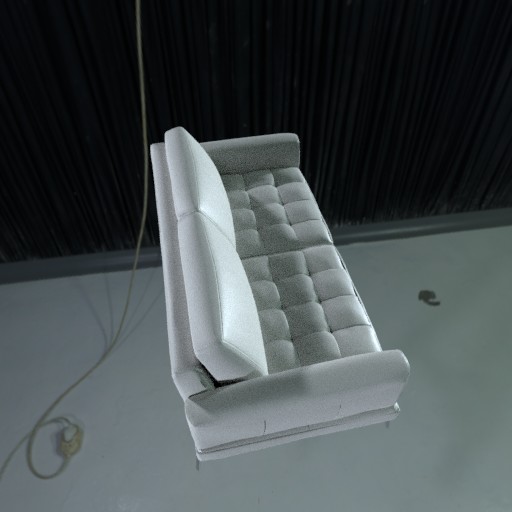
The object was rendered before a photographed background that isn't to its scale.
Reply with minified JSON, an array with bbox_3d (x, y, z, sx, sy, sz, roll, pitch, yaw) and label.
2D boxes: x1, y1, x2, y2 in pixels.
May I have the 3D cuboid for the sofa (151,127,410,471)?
[{"bbox_3d":[0.000,0.000,2.798,1.121,0.930,2.177,-9,49,-8],"label":"sofa"}]
